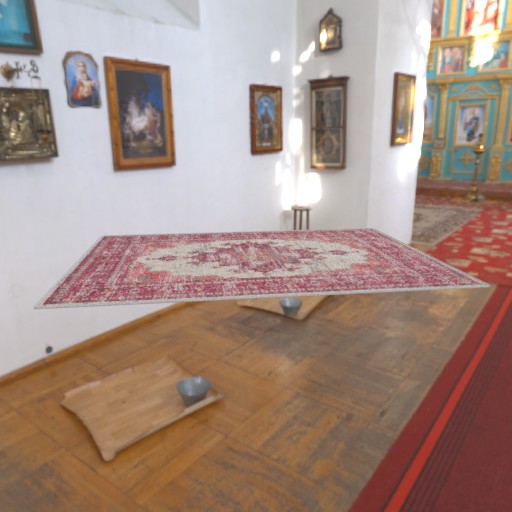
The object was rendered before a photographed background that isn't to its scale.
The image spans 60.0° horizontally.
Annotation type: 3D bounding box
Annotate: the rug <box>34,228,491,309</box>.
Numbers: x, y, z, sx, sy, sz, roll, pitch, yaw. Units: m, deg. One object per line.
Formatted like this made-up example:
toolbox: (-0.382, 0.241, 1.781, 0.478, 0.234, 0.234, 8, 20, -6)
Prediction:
rug: (0.000, 0.000, 2.873, 2.232, 0.011, 1.555, -2, 15, -8)
